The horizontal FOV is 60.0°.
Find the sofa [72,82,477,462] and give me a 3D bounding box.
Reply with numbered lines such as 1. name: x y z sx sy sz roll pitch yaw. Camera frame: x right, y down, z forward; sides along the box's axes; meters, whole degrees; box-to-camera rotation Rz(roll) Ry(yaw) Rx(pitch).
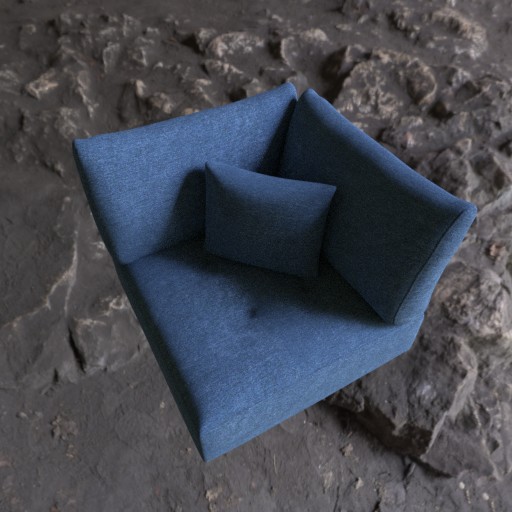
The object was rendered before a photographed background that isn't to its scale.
1. sofa: 0.000 0.000 1.726 1.000 0.820 1.000 -22 50 -20
